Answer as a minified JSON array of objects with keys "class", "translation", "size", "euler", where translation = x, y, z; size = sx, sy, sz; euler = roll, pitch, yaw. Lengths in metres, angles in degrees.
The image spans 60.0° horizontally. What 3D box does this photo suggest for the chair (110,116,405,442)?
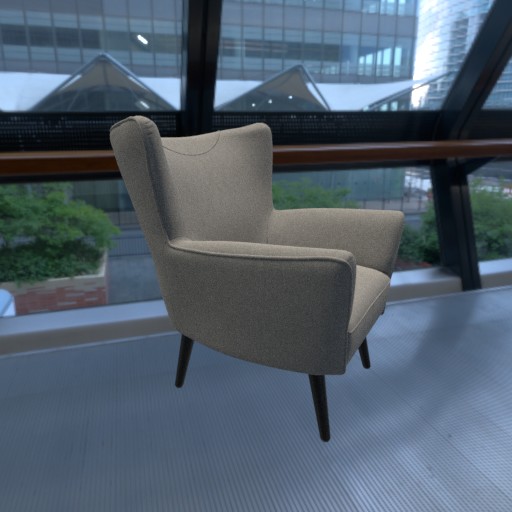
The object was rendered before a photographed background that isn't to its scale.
[{"class":"chair","translation":[0.000,0.000,1.577],"size":[0.888,0.933,0.781],"euler":[8,17,27]}]
